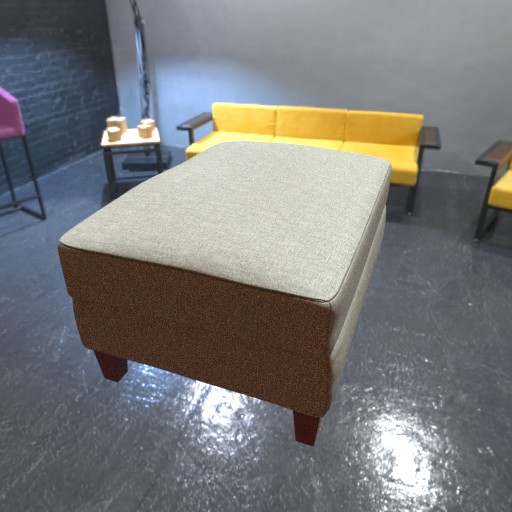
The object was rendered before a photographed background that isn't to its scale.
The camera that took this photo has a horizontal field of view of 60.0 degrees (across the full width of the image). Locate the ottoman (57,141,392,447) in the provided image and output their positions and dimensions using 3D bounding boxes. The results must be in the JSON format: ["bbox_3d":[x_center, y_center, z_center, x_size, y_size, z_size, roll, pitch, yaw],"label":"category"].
[{"bbox_3d":[0.000,0.000,1.269,0.639,0.494,0.873,11,31,18],"label":"ottoman"}]
